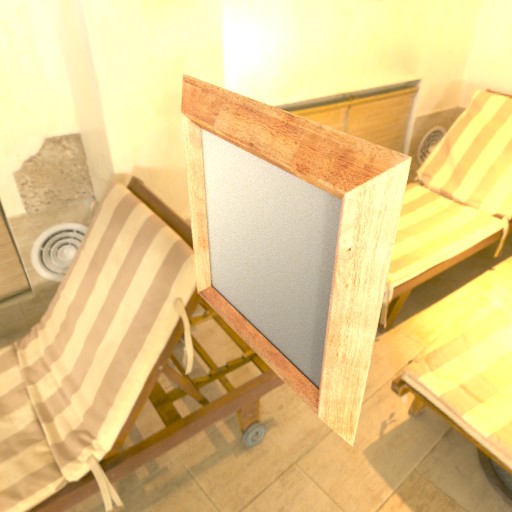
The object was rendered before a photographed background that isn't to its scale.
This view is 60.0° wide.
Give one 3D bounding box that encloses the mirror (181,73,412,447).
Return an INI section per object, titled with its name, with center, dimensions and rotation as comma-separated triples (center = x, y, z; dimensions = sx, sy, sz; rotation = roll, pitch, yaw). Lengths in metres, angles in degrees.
[mirror]
center = 0.000, 0.000, 0.981
dimensions = 0.047, 0.651, 0.651
rotation = -22, 39, -29
